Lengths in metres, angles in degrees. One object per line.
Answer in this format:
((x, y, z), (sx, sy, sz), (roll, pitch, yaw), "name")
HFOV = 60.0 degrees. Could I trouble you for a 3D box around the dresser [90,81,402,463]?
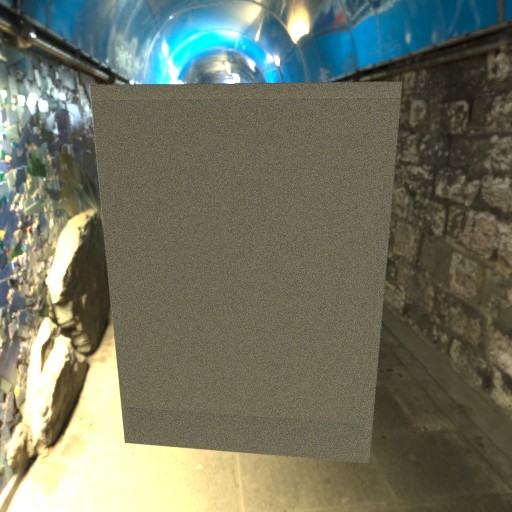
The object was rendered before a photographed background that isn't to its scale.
((0.000, 0.000, 0.810), (0.400, 0.560, 0.360), (2, 16, 6), "dresser")
